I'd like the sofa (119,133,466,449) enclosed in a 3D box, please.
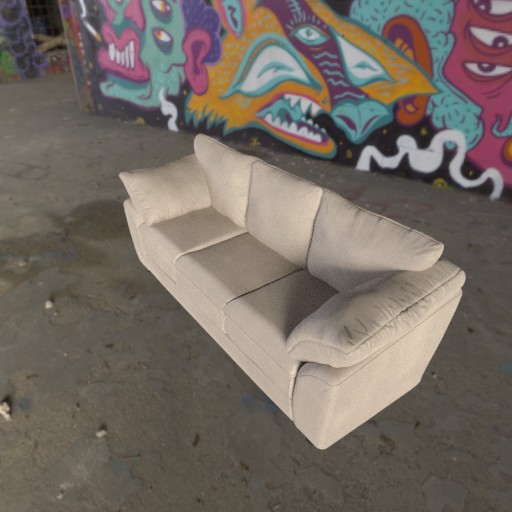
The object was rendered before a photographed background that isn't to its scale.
[{"bbox_3d":[0.000,0.000,2.789,0.878,0.996,2.334,-20,36,-30],"label":"sofa"}]
